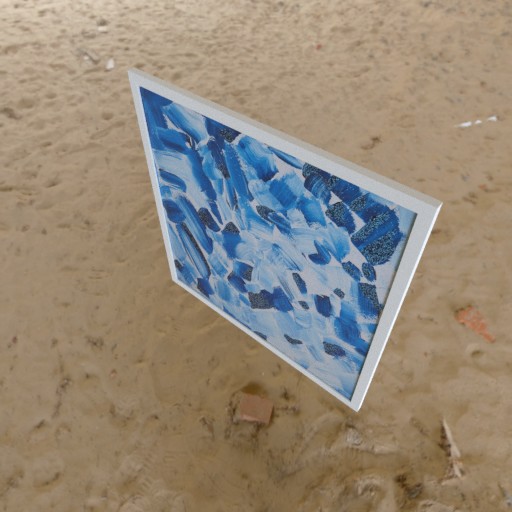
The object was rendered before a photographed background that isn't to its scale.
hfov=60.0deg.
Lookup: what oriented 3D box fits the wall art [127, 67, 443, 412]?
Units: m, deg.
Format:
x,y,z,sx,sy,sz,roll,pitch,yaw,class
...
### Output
x,y,z,sx,sy,sz,roll,pitch,yaw,class
0.000,0.000,0.690,0.457,0.457,0.012,31,54,26,wall art
